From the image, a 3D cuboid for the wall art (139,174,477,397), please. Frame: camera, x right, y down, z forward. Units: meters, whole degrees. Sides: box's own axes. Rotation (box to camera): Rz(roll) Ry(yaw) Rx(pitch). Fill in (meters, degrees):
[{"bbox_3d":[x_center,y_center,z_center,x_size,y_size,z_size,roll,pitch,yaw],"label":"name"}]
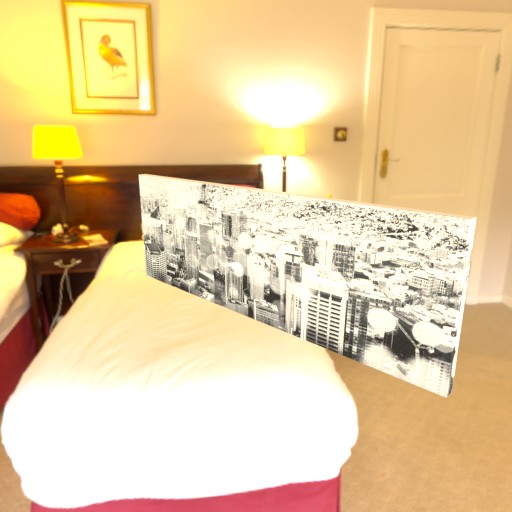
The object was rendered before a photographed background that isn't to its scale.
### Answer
[{"bbox_3d":[0.000,0.000,1.688,1.520,0.507,0.044,15,22,42],"label":"wall art"}]
